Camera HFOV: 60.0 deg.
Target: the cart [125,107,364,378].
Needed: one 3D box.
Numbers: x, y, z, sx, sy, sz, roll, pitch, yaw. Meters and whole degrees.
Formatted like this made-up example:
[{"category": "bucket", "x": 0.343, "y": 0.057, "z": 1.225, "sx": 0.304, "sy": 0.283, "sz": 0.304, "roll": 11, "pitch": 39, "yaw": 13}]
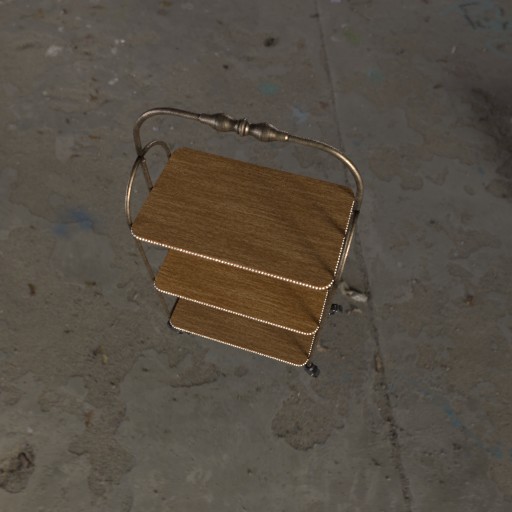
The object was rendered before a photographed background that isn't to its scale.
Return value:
[{"category": "cart", "x": 0.000, "y": 0.000, "z": 1.355, "sx": 0.650, "sy": 1.052, "sz": 0.330, "roll": 15, "pitch": 60, "yaw": 9}]
